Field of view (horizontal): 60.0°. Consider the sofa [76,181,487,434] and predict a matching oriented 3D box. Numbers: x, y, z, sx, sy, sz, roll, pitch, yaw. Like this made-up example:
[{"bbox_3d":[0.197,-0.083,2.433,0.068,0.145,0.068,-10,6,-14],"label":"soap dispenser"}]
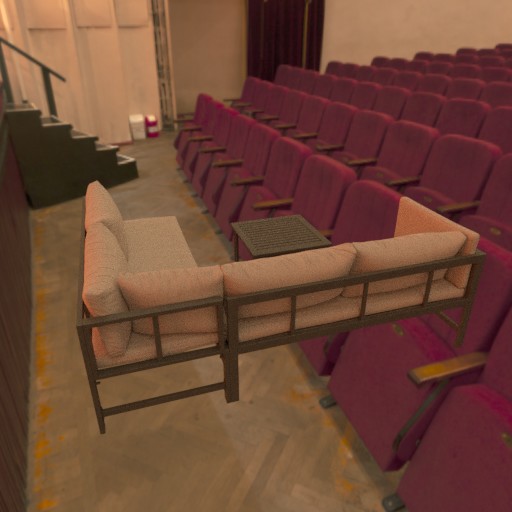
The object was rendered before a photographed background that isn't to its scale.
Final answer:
[{"bbox_3d":[0.000,0.000,2.917,2.096,0.758,1.658,-9,28,-16],"label":"sofa"}]
